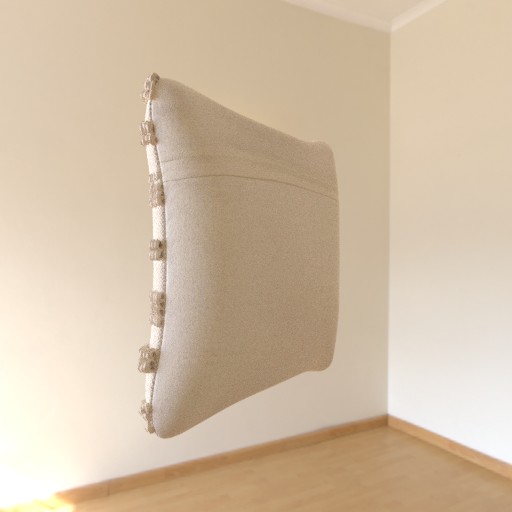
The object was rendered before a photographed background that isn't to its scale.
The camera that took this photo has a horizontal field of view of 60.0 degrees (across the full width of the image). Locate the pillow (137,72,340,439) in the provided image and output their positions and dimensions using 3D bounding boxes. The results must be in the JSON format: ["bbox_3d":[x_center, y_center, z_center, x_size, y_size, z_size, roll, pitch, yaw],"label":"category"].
[{"bbox_3d":[0.000,0.000,0.673,0.145,0.427,0.437,0,1,36],"label":"pillow"}]
